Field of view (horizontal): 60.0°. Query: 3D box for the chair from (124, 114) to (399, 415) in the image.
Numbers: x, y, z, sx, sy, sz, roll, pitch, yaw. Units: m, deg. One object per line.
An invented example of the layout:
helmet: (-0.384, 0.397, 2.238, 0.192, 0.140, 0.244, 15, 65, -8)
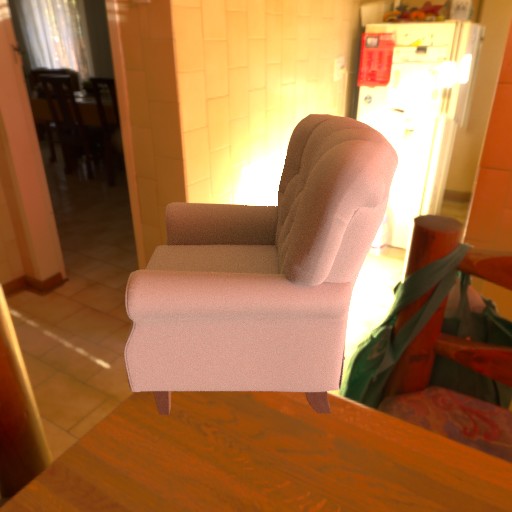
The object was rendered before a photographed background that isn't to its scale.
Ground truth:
chair: (0.000, 0.000, 2.110, 1.128, 1.217, 1.090, 0, 26, 0)
